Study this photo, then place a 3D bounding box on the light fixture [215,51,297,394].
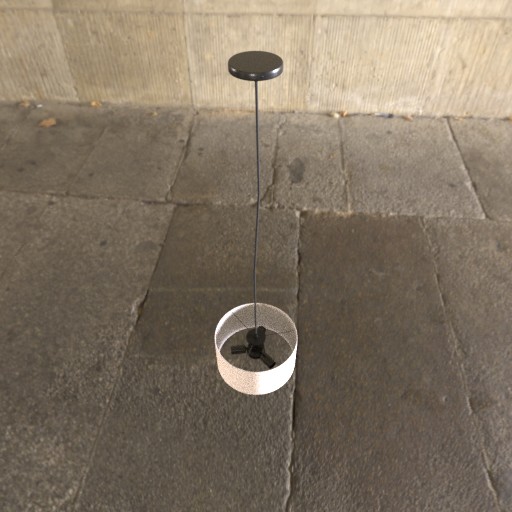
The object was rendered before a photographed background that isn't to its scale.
[{"bbox_3d":[0.000,0.000,1.750,0.399,1.516,0.399,0,46,0],"label":"light fixture"}]
